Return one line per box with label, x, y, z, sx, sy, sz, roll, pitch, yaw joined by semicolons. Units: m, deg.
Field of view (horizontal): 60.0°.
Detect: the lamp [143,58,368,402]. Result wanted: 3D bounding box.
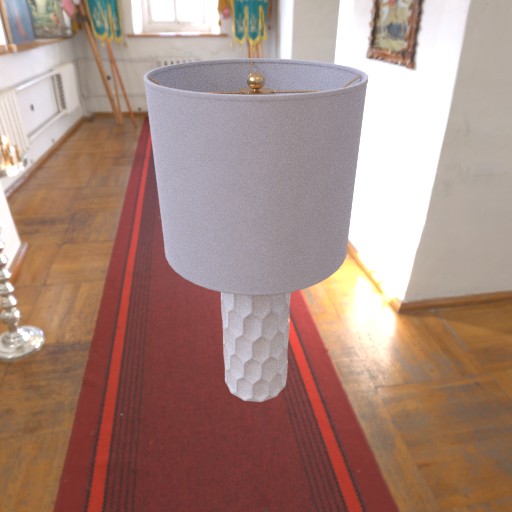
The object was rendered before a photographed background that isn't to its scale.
lamp;0.000;0.000;0.695;0.277;0.537;0.277;20;36;30
